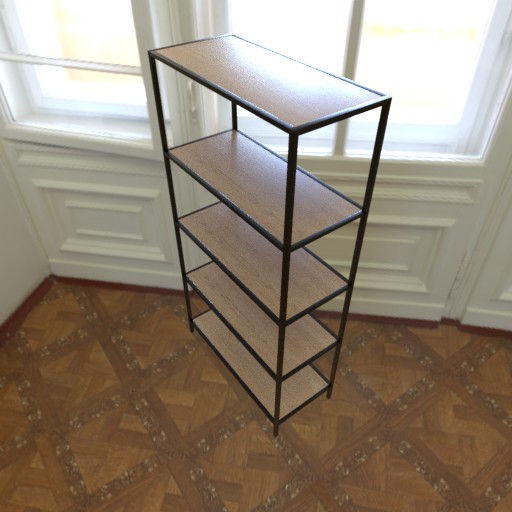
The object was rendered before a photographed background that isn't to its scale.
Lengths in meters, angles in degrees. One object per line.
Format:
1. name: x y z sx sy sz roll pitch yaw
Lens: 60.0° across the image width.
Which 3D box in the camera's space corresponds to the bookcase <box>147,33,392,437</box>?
1. bookcase: 0.000 0.000 1.845 0.350 1.500 0.770 -26 47 -27
